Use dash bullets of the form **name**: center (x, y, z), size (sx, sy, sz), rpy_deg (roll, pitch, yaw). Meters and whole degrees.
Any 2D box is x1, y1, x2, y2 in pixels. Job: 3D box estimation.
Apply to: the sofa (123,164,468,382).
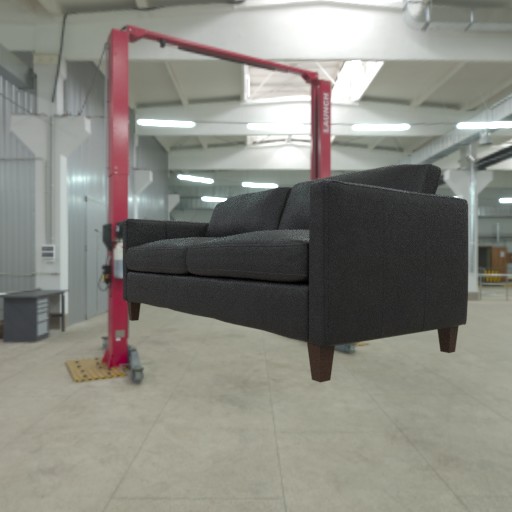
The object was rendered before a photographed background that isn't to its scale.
- **sofa**: center (0.000, 0.000, 2.473), size (0.933, 0.863, 1.971), rpy_deg (0, 0, -36)
